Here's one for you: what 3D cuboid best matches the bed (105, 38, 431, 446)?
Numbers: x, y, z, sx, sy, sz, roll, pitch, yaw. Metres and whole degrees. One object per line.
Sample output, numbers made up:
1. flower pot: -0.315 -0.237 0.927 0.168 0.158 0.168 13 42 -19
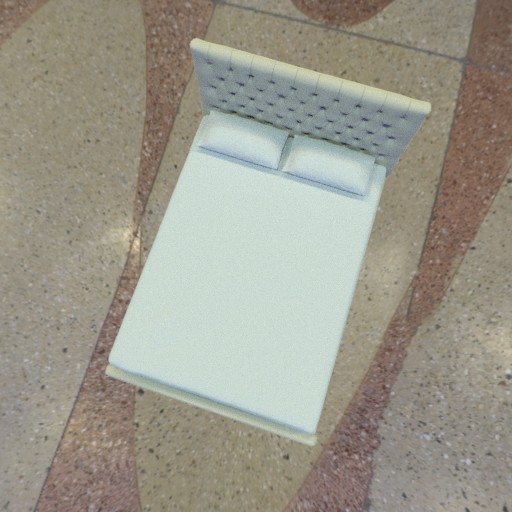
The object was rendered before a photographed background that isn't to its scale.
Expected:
1. bed: 0.000 0.000 3.365 1.698 1.427 2.387 18 76 5
